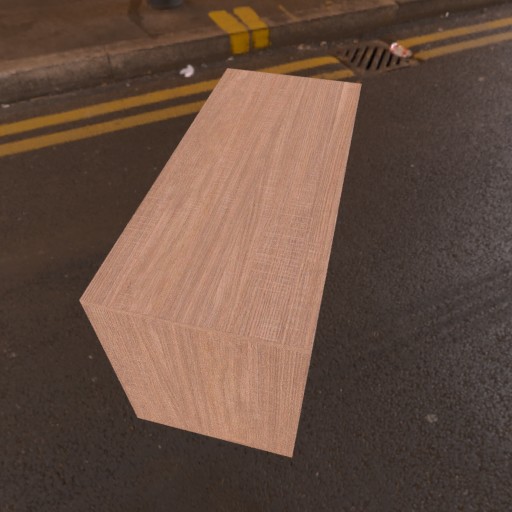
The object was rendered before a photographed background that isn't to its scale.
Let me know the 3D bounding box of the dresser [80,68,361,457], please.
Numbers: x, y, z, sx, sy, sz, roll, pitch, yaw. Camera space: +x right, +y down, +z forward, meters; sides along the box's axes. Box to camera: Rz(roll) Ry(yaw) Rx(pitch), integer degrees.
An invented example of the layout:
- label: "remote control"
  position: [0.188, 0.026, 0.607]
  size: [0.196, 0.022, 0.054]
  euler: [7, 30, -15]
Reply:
- label: "dresser"
  position: [0.000, 0.000, 1.555]
  size: [0.500, 0.780, 1.110]
  euler: [11, 49, 9]
